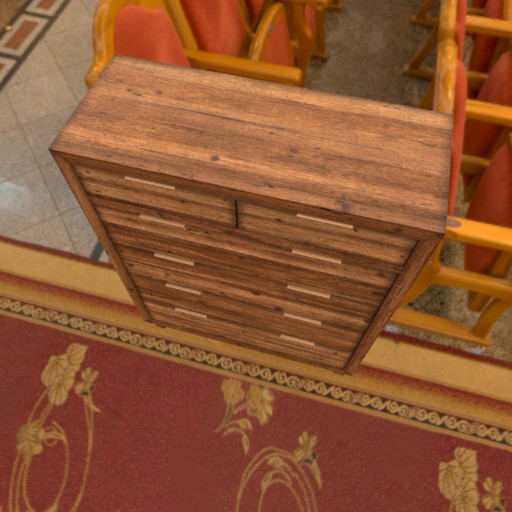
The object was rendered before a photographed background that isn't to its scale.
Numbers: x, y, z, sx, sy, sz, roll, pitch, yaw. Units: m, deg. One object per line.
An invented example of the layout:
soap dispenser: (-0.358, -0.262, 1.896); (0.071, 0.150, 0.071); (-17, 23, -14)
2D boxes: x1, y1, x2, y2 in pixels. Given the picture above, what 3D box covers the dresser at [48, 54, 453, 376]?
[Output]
dresser: (0.000, 0.000, 1.830); (1.067, 1.359, 0.438); (13, 60, 8)
